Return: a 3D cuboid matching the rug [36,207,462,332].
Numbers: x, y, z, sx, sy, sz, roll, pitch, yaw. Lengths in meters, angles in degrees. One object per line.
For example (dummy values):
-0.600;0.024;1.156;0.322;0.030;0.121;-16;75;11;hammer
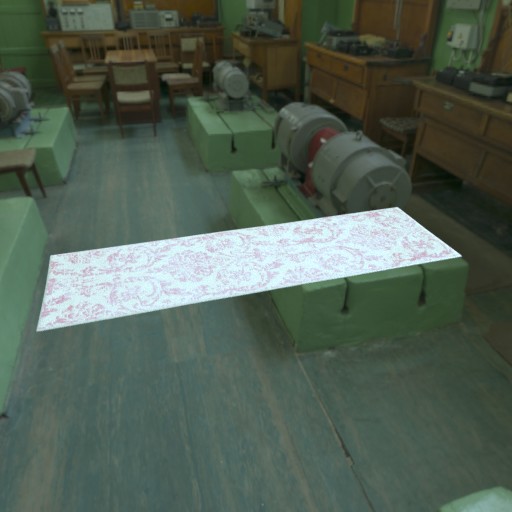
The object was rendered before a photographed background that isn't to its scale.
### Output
0.000;0.000;2.466;2.196;0.011;0.662;-9;33;-14;rug
